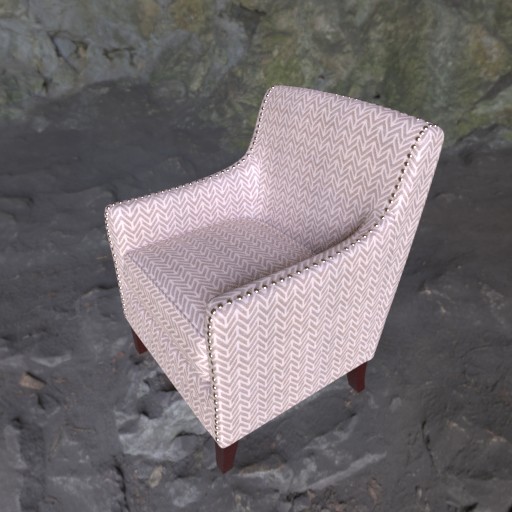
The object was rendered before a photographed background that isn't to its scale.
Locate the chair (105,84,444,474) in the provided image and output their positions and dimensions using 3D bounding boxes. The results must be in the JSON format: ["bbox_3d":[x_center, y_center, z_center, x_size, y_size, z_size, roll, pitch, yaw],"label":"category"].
[{"bbox_3d":[0.000,0.000,1.276,0.651,0.816,0.623,-21,37,-30],"label":"chair"}]
